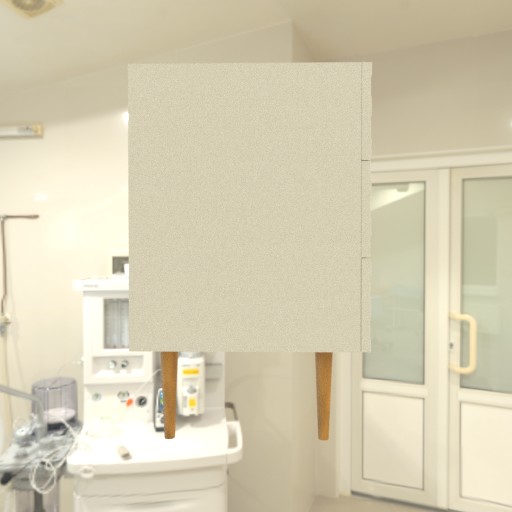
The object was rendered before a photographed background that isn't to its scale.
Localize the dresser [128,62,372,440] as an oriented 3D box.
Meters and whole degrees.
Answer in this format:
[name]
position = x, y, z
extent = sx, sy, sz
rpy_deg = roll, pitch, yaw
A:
[dresser]
position = 0.000, 0.000, 1.271
extent = 0.457, 0.721, 0.905
rpy_deg = 0, 1, 1
